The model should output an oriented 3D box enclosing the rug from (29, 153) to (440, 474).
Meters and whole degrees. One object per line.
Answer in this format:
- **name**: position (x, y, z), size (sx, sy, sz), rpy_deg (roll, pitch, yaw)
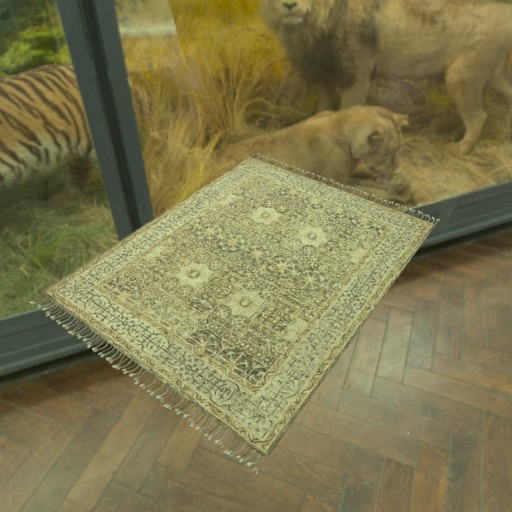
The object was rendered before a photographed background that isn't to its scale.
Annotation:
- **rug**: position (0.000, 0.000, 4.241), size (2.431, 0.017, 3.291), rpy_deg (26, 47, 27)
